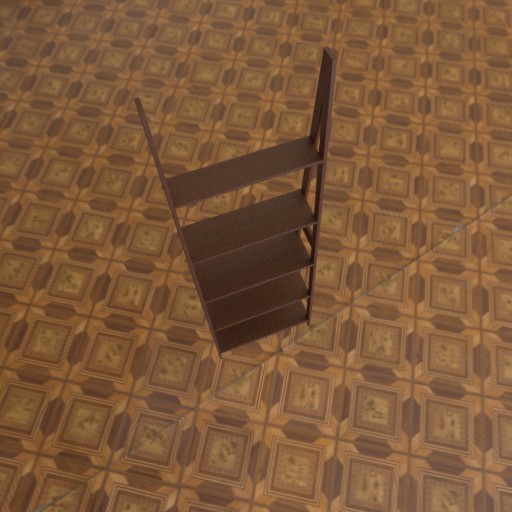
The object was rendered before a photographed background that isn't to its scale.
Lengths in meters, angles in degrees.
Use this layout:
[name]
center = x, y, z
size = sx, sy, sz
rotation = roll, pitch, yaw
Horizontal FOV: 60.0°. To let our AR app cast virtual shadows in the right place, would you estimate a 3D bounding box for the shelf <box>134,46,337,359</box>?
[shelf]
center = 0.000, 0.000, 2.002
size = 0.600, 1.770, 0.350
rotation = -19, 66, -9
